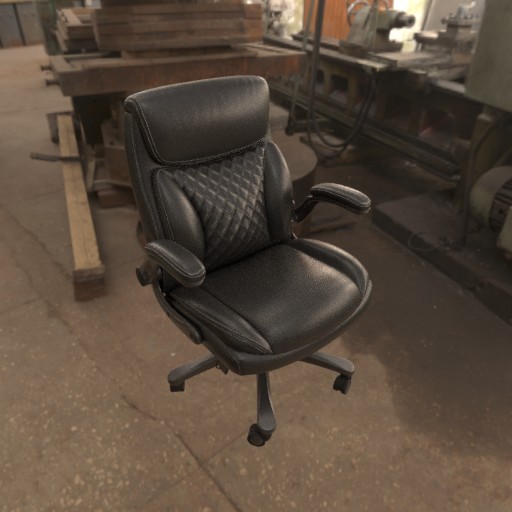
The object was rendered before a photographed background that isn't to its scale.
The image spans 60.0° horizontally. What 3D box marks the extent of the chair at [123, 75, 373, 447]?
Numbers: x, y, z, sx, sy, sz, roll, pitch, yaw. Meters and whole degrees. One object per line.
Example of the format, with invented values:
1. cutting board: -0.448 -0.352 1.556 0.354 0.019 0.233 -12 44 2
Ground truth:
1. chair: 0.000 0.000 1.594 0.782 1.110 0.724 -23 39 -32
